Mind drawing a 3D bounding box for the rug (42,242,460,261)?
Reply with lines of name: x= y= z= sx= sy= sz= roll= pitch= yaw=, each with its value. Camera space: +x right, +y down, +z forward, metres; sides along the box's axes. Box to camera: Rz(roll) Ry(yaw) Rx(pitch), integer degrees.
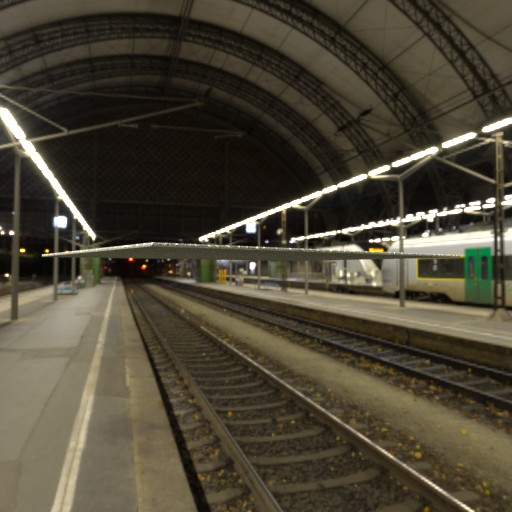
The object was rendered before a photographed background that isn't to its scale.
rug: x=0.000 y=0.000 z=2.794 sx=2.144 sy=0.015 sz=1.543 roll=1 pitch=-2 yaw=-38
